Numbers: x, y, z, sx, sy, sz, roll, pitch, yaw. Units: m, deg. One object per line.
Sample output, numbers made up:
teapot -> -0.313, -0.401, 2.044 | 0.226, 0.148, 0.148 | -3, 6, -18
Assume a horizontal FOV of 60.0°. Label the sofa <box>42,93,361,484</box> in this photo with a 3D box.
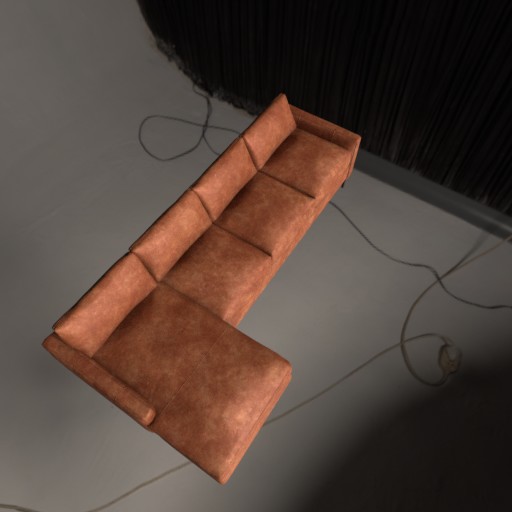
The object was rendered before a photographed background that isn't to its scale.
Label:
sofa -> 0.000, 0.000, 3.572 | 1.471, 0.859, 2.993 | 29, 62, 17
